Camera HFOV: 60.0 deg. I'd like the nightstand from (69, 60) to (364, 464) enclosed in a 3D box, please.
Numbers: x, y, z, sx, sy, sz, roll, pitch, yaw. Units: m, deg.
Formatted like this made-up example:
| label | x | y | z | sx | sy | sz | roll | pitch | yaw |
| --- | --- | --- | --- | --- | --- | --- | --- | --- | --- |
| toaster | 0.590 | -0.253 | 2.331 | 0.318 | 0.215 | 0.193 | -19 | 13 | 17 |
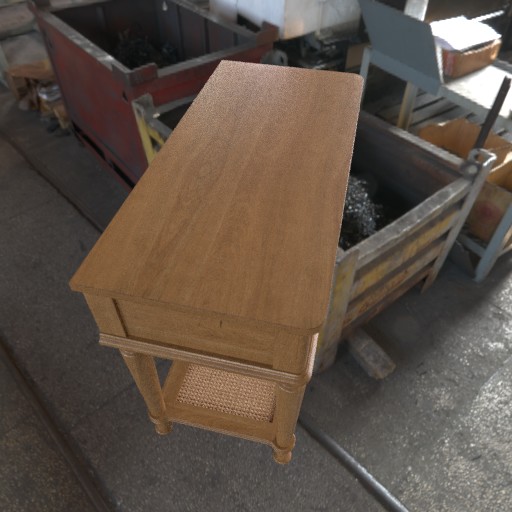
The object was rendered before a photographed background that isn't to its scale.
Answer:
| label | x | y | z | sx | sy | sz | roll | pitch | yaw |
| --- | --- | --- | --- | --- | --- | --- | --- | --- | --- |
| nightstand | 0.000 | 0.000 | 1.271 | 0.432 | 0.700 | 0.914 | 10 | 47 | 9 |
